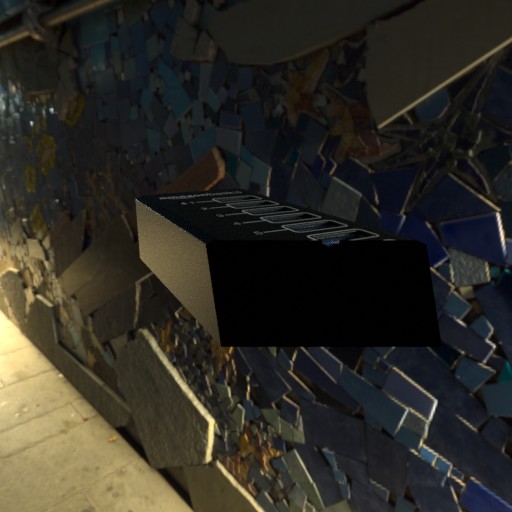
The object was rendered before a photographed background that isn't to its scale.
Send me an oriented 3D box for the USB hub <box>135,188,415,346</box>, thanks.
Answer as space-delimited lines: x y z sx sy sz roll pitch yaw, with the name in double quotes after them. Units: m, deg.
0.000 0.000 0.128 0.044 0.023 0.110 -9 19 -26 "USB hub"
